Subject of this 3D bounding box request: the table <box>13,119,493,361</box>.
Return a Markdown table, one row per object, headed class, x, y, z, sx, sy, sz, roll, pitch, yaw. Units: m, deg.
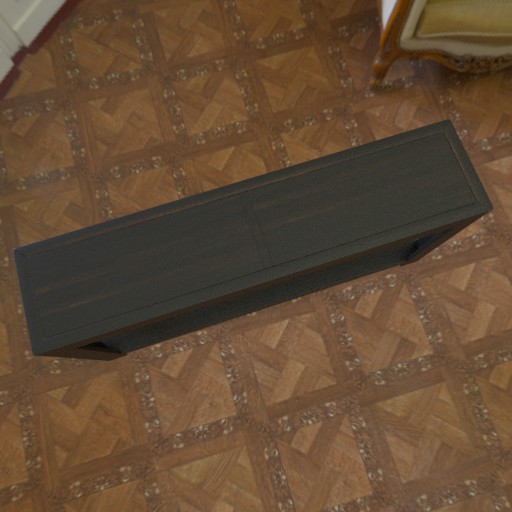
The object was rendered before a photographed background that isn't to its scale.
| class | x | y | z | sx | sy | sz | roll | pitch | yaw |
| --- | --- | --- | --- | --- | --- | --- | --- | --- | --- |
| table | 0.000 | 0.000 | 1.902 | 1.631 | 0.762 | 0.384 | -17 | 76 | -4 |
